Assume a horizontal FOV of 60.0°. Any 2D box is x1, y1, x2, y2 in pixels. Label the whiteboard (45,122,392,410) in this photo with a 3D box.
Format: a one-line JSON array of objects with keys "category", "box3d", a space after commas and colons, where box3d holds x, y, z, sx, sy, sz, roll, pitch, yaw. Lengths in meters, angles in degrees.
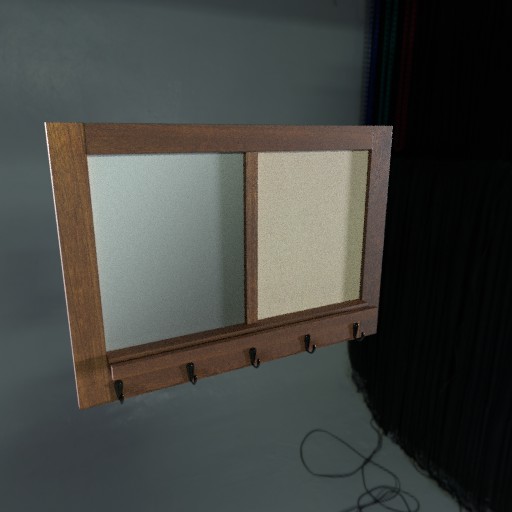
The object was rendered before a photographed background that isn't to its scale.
[{"category": "whiteboard", "box3d": [0.000, 0.000, 0.981, 0.783, 0.559, 0.083, -8, 17, -27]}]
